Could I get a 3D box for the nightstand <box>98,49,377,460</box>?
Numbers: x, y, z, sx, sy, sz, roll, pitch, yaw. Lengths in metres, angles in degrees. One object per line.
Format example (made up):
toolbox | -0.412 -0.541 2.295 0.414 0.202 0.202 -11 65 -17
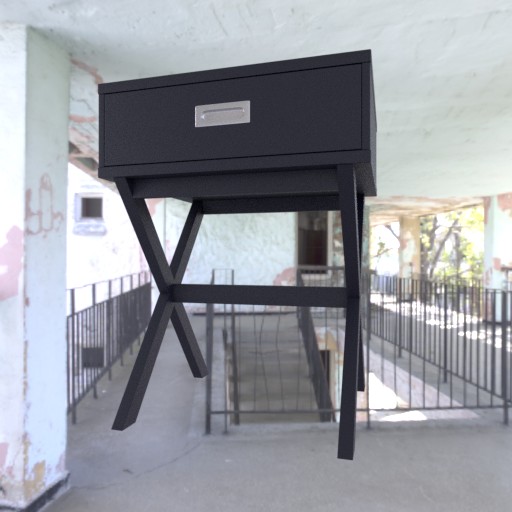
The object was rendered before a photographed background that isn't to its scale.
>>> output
nightstand | 0.000 0.000 0.926 0.479 0.623 0.402 0 0 16
